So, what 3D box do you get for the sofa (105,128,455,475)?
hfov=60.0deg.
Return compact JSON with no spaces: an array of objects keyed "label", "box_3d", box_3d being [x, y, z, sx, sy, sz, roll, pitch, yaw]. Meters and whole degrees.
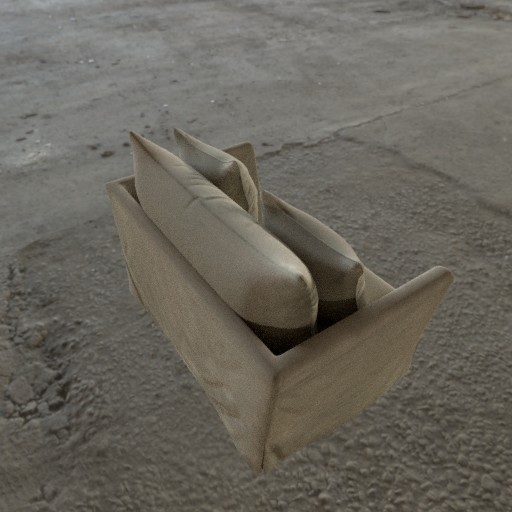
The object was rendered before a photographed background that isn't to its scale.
[{"label":"sofa","box_3d":[0.000,0.000,2.314,1.035,1.040,1.608,-24,45,-26]}]
